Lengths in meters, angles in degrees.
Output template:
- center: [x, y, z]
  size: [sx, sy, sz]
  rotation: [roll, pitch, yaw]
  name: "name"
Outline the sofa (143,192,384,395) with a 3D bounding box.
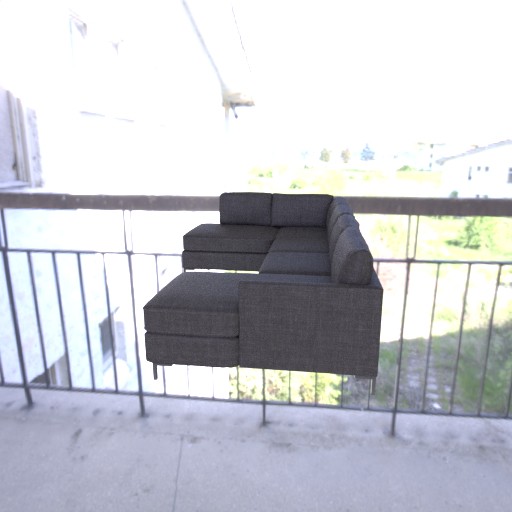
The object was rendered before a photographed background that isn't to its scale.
- center: [0.000, 0.000, 4.507]
  size: [2.048, 0.999, 3.423]
  rotation: [2, 14, 8]
  name: "sofa"
